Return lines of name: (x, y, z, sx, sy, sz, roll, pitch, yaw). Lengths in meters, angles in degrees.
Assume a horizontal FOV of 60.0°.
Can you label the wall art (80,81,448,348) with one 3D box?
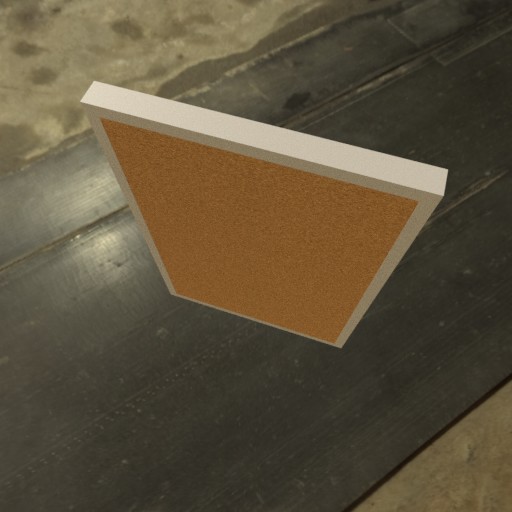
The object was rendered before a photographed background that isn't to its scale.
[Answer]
wall art: (0.000, 0.000, 0.824, 0.450, 0.657, 0.038, 16, 65, 8)
